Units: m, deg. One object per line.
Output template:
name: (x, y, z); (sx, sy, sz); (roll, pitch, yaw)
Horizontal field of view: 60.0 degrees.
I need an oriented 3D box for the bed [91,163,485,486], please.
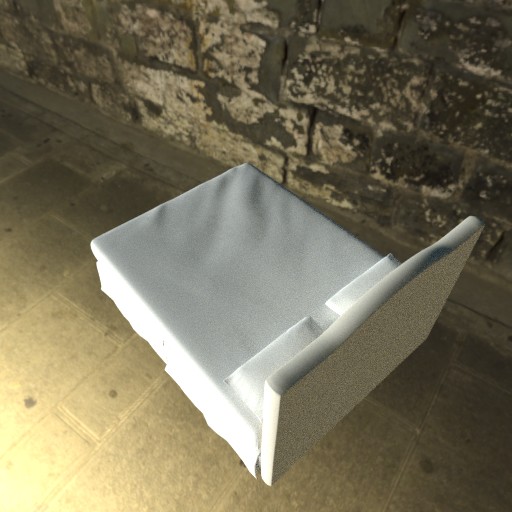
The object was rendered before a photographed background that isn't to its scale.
bed: (0.000, 0.000, 3.337); (1.821, 1.436, 2.282); (-32, 55, -26)
